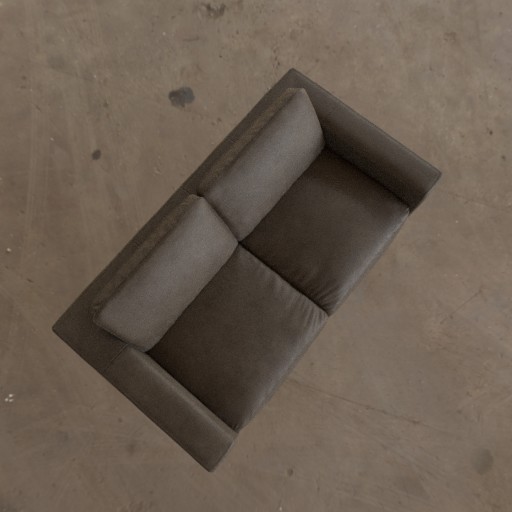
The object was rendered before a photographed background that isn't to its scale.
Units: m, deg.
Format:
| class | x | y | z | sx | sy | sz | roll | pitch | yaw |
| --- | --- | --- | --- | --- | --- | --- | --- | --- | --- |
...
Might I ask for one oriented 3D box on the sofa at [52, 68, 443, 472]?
| class | x | y | z | sx | sy | sz | roll | pitch | yaw |
| --- | --- | --- | --- | --- | --- | --- | --- | --- | --- |
| sofa | 0.000 | 0.000 | 2.415 | 1.070 | 0.800 | 1.920 | 39 | 79 | 9 |
